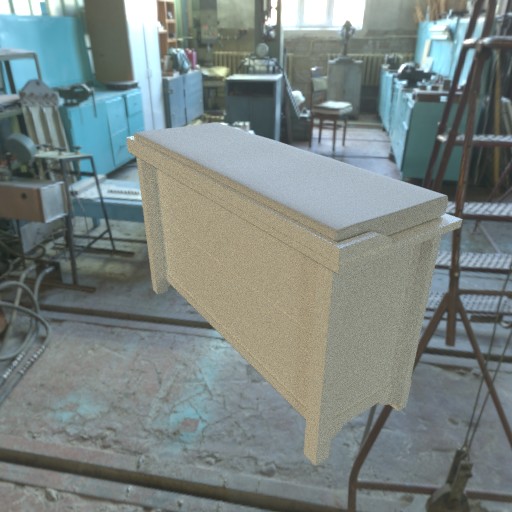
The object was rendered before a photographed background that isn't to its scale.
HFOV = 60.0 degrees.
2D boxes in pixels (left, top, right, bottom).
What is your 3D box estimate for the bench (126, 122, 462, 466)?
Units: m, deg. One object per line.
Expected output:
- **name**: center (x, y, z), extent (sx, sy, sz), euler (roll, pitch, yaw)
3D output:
- **bench**: center (0.000, 0.000, 1.294), extent (0.346, 0.589, 0.987), euler (-18, 32, -30)
